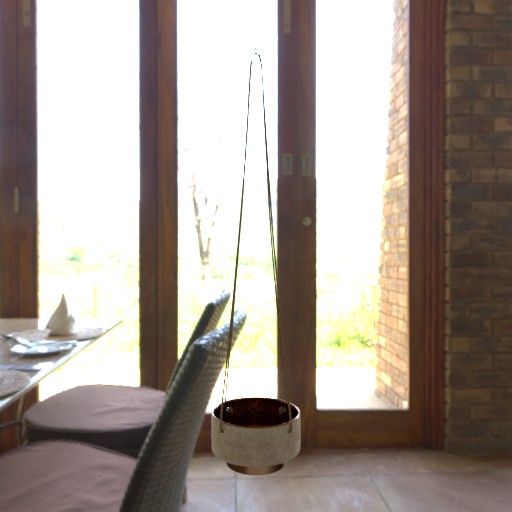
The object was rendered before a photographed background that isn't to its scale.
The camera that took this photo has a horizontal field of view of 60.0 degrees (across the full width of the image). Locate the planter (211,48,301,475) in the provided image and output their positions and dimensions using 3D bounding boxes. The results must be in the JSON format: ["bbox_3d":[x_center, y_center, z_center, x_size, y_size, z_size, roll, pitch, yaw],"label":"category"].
[{"bbox_3d":[0.000,0.000,1.115,0.223,1.030,0.223,0,0,0],"label":"planter"}]
